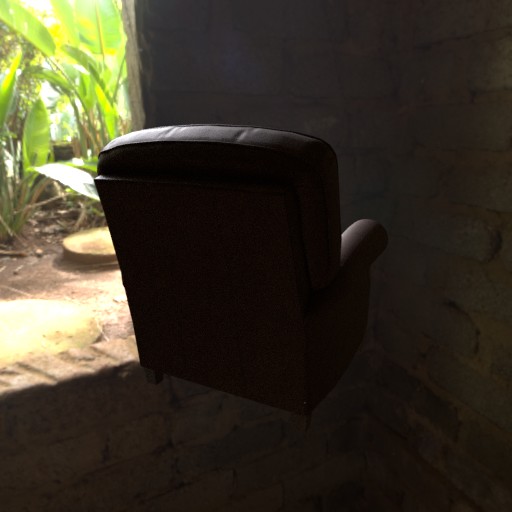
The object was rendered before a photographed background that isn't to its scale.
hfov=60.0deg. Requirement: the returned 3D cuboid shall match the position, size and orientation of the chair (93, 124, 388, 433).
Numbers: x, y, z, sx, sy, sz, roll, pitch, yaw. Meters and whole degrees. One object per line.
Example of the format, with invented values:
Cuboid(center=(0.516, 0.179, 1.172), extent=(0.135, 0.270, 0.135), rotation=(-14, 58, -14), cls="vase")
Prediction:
Cuboid(center=(0.000, 0.000, 1.791), extent=(0.936, 1.018, 0.986), rotation=(8, 18, 26), cls="chair")
